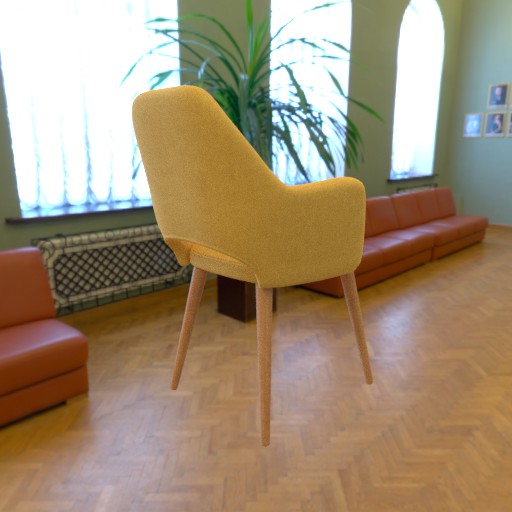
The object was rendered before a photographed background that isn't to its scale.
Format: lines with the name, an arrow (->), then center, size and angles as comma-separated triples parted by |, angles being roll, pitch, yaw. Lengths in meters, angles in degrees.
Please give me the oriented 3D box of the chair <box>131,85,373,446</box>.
chair -> 0.000, 0.000, 1.244 | 0.590, 0.840, 0.610 | 13, 19, 42
